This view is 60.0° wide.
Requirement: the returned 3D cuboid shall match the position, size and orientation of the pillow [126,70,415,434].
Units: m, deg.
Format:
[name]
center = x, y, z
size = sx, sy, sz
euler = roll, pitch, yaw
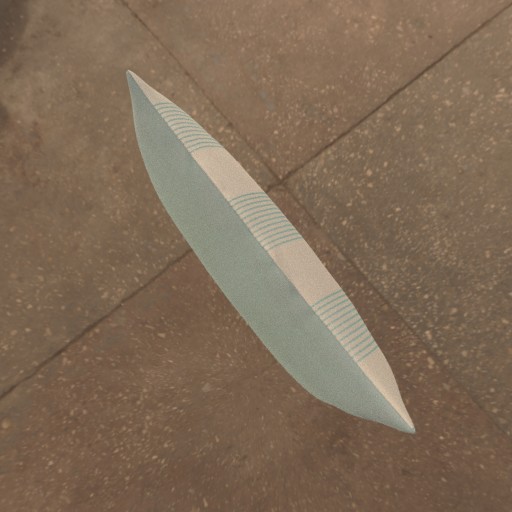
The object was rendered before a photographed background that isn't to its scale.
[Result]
[pillow]
center = 0.000, 0.000, 0.703
size = 0.151, 0.287, 0.610
euler = -36, 78, -9
